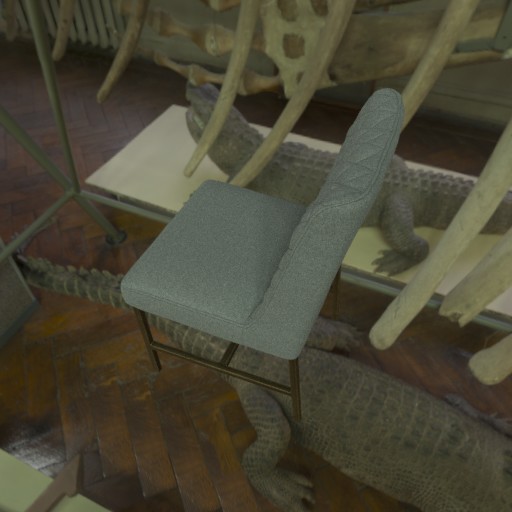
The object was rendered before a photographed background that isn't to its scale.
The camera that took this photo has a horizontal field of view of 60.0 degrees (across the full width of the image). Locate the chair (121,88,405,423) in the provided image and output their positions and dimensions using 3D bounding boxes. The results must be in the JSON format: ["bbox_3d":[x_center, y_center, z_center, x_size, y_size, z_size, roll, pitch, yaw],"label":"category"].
[{"bbox_3d":[0.000,0.000,1.245,0.587,0.889,0.508,17,49,16],"label":"chair"}]
